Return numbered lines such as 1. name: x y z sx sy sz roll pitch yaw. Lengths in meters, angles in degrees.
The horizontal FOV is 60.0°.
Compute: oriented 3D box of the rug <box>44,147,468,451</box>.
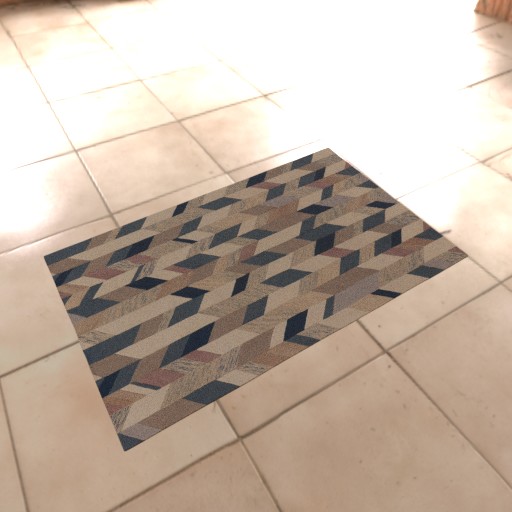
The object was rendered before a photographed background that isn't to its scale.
1. rug: 0.000 0.000 2.974 2.423 0.008 1.513 -25 52 -21
